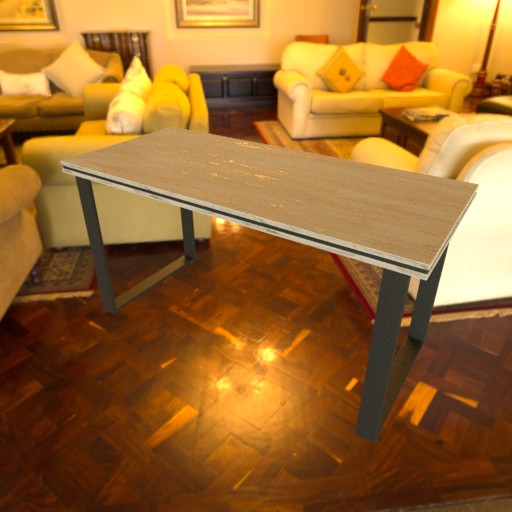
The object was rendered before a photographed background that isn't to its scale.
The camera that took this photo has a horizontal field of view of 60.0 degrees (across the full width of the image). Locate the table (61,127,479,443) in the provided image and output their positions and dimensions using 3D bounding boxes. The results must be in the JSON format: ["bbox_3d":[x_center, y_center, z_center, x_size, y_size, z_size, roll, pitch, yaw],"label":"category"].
[{"bbox_3d":[0.000,0.000,2.270,1.778,0.899,0.795,18,35,28],"label":"table"}]
